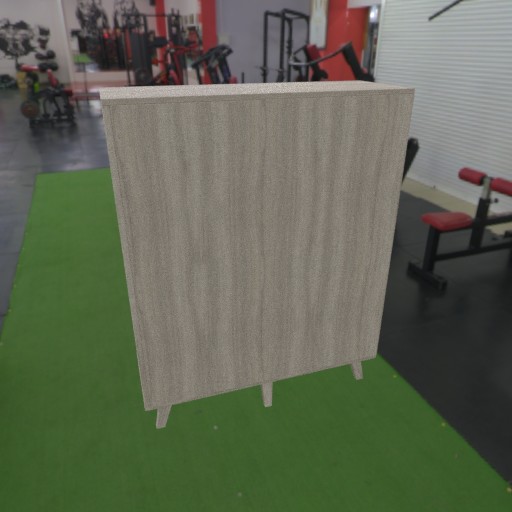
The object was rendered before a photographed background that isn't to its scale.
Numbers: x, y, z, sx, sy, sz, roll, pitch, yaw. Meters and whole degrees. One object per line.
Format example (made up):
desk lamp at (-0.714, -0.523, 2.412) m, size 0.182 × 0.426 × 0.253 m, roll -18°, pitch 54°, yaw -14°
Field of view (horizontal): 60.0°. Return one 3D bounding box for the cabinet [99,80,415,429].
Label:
cabinet at (0.000, 0.000, 1.951) m, size 1.111 × 1.388 × 0.398 m, roll -8°, pitch 27°, yaw -17°
